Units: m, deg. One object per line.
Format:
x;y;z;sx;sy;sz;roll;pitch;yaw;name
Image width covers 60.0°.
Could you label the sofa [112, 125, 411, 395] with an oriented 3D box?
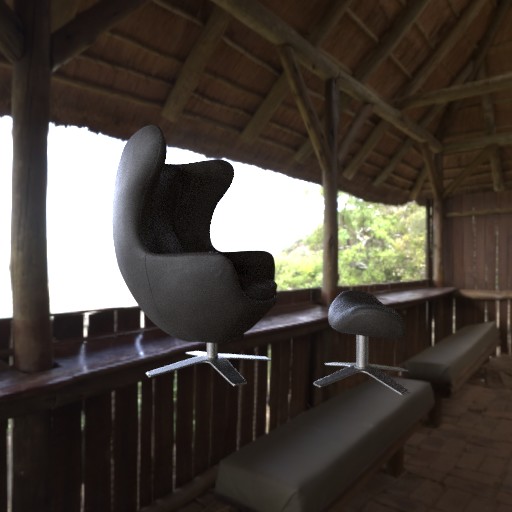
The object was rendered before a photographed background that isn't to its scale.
0.000;0.000;2.191;1.444;1.135;0.894;0;1;18;sofa
